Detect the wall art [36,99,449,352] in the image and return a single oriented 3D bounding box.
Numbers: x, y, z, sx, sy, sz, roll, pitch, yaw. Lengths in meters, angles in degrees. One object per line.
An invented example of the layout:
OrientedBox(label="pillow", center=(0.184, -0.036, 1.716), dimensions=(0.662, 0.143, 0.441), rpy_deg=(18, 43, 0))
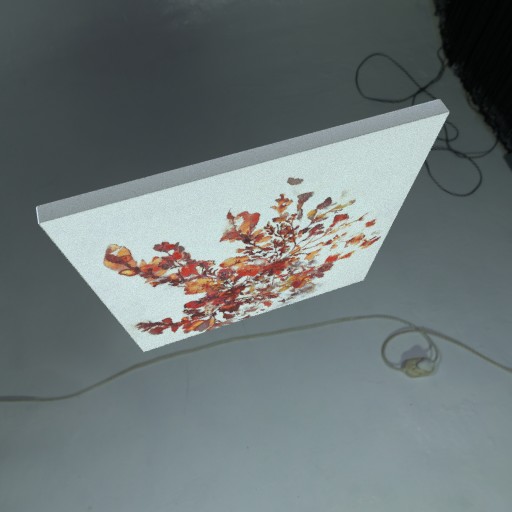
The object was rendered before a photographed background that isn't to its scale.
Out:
OrientedBox(label="wall art", center=(0.000, 0.000, 1.487), dimensions=(1.009, 1.009, 0.049), rpy_deg=(-17, 64, -9))
